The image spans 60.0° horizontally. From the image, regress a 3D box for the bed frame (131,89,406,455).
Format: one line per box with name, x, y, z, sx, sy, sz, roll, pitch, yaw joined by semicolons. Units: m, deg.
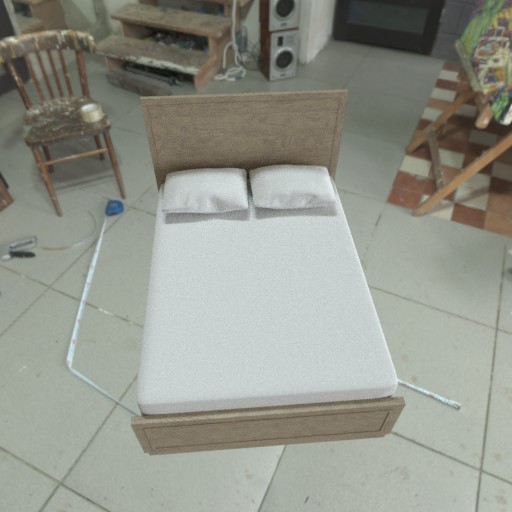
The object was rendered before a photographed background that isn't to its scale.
bed frame;0.000;0.000;3.183;1.606;1.369;2.189;-3;47;-3
